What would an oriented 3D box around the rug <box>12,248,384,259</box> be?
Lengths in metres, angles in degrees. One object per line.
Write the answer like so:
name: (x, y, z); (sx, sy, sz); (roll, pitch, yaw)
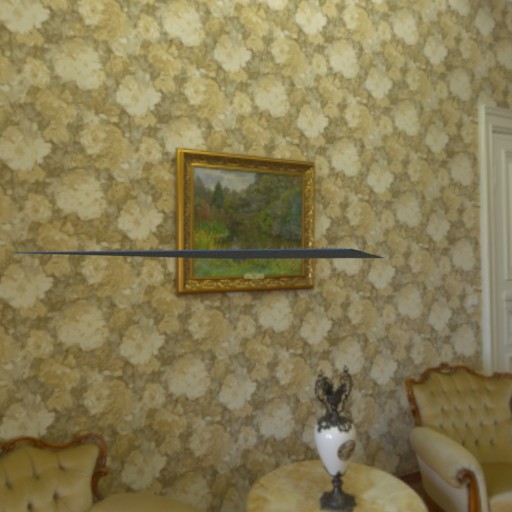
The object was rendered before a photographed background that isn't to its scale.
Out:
rug: (0.000, 0.000, 2.930); (1.525, 0.007, 2.440); (0, -1, 19)
